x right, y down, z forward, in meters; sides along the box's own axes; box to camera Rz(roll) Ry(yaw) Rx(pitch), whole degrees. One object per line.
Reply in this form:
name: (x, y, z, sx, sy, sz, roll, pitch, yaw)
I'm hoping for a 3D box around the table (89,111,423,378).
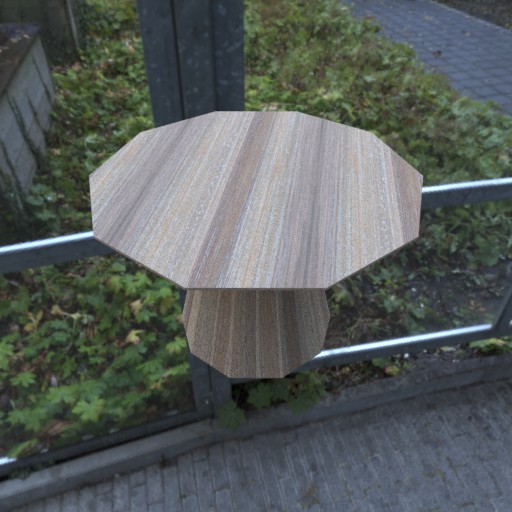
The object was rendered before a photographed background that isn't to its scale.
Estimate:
table: (0.000, 0.000, 1.819, 1.186, 0.752, 1.186, 0, 41, 0)
